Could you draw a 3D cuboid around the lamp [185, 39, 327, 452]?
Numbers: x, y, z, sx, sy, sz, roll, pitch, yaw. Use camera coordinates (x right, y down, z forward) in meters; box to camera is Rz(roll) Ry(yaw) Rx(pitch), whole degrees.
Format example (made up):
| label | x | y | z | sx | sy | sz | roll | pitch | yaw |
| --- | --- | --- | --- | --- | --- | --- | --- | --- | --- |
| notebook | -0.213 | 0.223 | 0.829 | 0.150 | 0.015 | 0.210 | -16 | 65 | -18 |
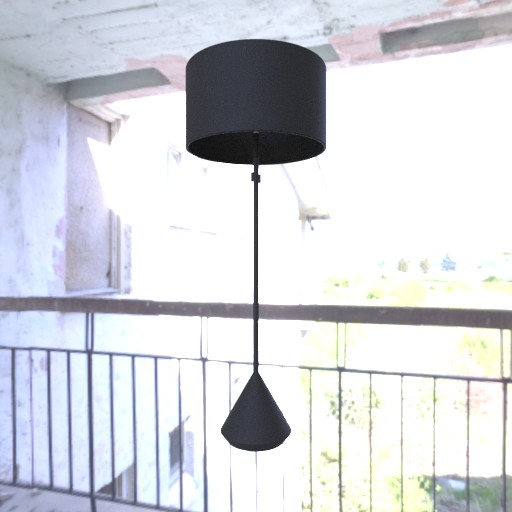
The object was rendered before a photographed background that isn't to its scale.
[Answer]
| label | x | y | z | sx | sy | sz | roll | pitch | yaw |
| --- | --- | --- | --- | --- | --- | --- | --- | --- | --- |
| lamp | 0.000 | 0.000 | 1.842 | 0.580 | 1.526 | 0.580 | 0 | 0 | 18 |
